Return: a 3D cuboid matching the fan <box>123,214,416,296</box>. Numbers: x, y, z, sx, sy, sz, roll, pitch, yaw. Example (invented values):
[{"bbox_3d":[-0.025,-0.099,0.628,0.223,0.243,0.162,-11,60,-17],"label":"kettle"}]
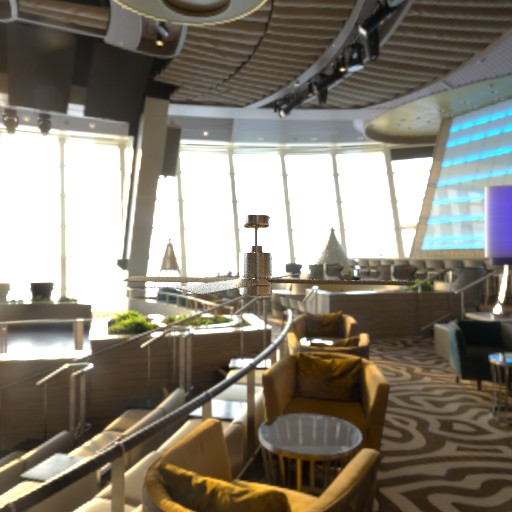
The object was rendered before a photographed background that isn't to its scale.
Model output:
[{"bbox_3d":[0.000,0.000,1.949,1.322,0.355,1.322,0,0,18],"label":"fan"}]
